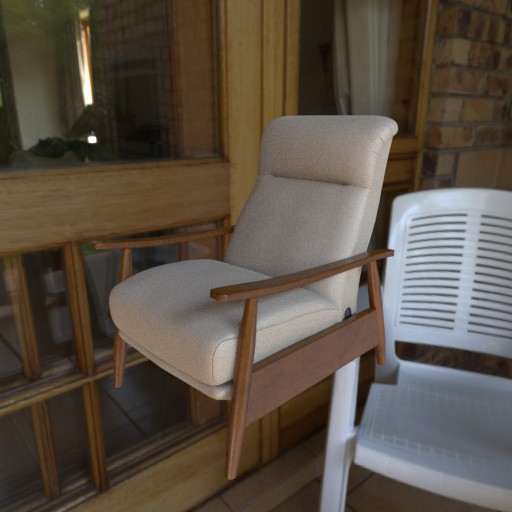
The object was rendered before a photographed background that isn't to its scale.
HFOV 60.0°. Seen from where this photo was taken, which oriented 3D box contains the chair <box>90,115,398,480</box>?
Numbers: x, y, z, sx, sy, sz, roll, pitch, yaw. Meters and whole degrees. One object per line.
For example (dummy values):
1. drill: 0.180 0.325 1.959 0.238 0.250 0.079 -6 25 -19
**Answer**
1. chair: 0.000 0.000 1.786 0.762 1.082 1.030 16 24 42
